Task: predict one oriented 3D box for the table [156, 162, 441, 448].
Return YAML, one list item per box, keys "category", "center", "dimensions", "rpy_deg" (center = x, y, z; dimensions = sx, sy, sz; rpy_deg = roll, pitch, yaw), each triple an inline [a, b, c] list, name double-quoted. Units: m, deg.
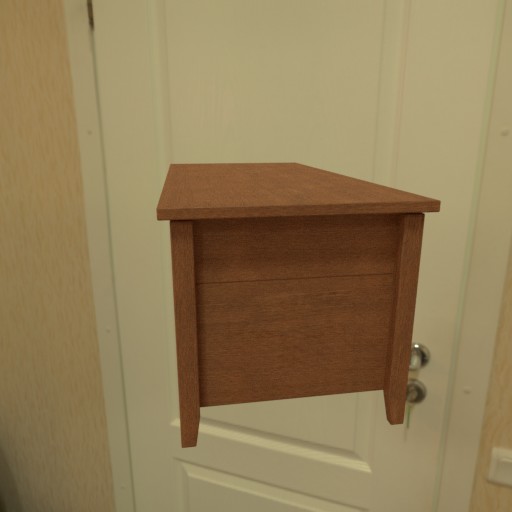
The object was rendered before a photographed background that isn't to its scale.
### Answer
- category: "table"
  center: [0.000, 0.000, 1.273]
  dimensions: [0.483, 0.457, 1.016]
  rpy_deg: [-3, 16, -9]
